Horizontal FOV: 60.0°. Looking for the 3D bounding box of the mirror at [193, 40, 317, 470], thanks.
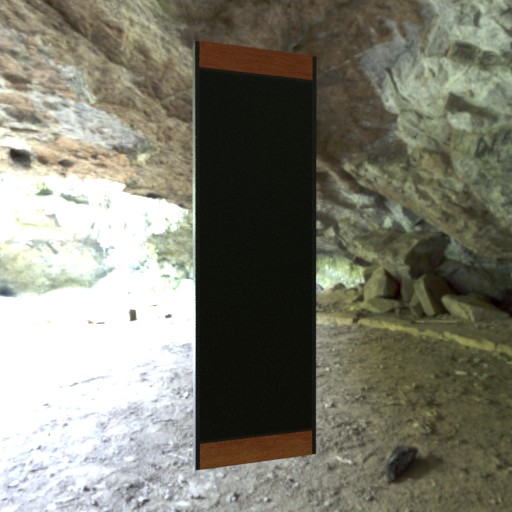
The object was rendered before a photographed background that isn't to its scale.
[{"bbox_3d":[0.000,0.000,1.224,0.343,1.123,0.047,0,0,-16],"label":"mirror"}]
